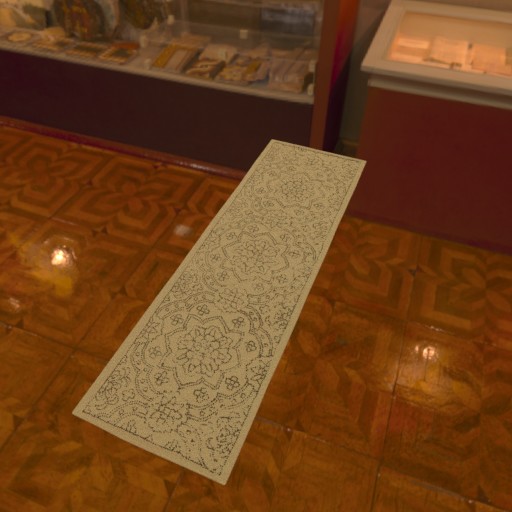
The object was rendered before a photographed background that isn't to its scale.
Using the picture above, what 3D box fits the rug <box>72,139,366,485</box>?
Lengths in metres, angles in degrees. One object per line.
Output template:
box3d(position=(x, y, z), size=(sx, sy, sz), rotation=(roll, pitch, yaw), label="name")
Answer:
box3d(position=(0.000, 0.000, 2.655), size=(0.769, 0.012, 2.448), rotation=(17, 49, 16), label="rug")
